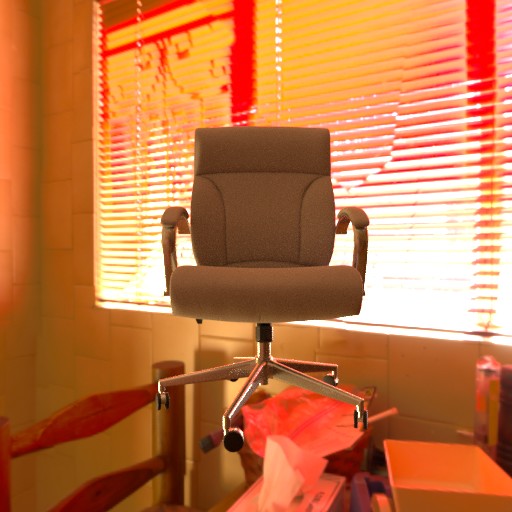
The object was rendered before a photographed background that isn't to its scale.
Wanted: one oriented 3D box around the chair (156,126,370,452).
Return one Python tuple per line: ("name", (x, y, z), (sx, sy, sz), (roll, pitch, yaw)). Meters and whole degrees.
("chair", (0.000, 0.000, 1.610), (0.727, 1.099, 0.745), (0, 0, 0))
